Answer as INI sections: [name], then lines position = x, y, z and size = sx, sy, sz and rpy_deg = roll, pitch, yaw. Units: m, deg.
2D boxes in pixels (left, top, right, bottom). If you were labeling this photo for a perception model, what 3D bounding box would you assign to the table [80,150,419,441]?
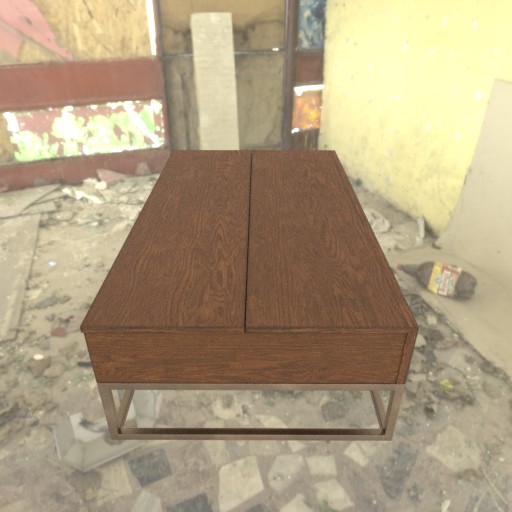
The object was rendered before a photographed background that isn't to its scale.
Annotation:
[table]
position = 0.000, 0.000, 1.501
size = 0.719, 0.361, 1.167
rpy_deg = 0, 31, 0
